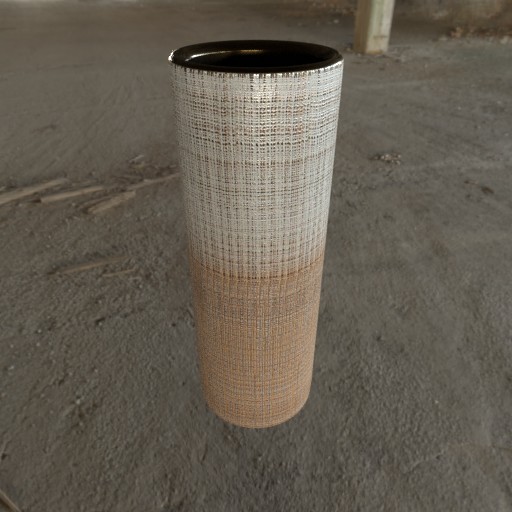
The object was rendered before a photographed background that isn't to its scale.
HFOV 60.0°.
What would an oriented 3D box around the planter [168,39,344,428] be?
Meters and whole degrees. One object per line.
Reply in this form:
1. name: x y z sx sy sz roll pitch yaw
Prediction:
1. planter: 0.000 0.000 0.328 0.099 0.278 0.099 -10 35 -15
